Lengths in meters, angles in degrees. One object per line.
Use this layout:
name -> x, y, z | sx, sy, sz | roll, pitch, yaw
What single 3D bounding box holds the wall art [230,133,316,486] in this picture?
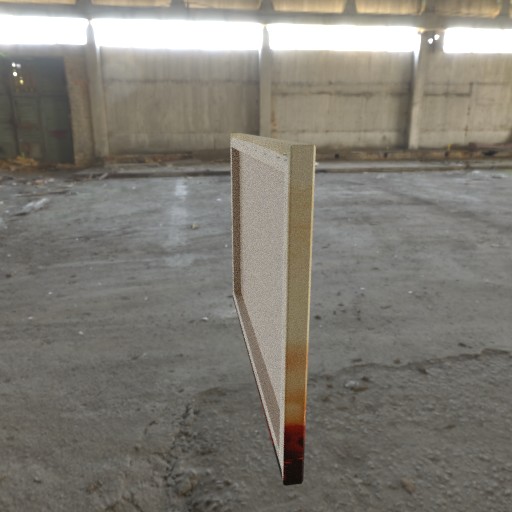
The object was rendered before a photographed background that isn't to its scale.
wall art -> 0.000, 0.000, 1.156 | 0.038, 0.602, 0.918 | -2, 17, -8
